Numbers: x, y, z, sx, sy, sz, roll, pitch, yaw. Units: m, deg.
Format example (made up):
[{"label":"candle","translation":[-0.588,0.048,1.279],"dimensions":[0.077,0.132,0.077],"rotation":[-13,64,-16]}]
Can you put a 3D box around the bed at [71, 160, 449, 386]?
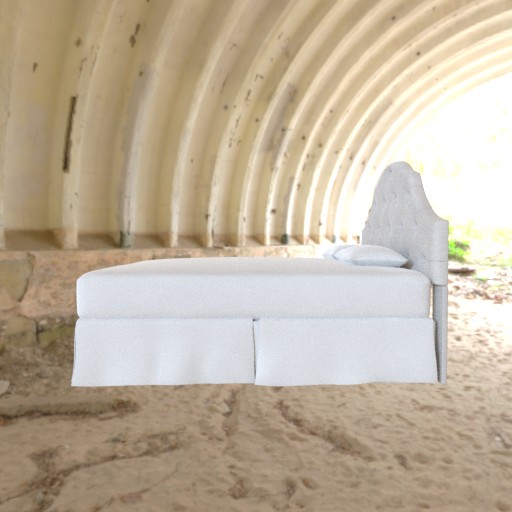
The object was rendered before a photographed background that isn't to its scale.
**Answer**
[{"label":"bed","translation":[0.000,0.000,3.828],"dimensions":[2.477,1.617,2.039],"rotation":[0,2,-1]}]
